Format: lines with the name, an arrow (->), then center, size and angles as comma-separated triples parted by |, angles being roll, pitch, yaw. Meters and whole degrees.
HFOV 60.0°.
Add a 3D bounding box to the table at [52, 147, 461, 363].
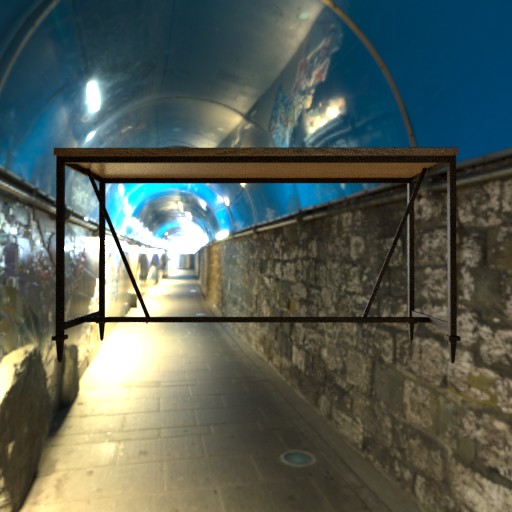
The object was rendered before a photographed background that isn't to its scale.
table -> 0.000, 0.000, 2.119 | 1.700, 0.902, 0.551 | 0, -1, 0
